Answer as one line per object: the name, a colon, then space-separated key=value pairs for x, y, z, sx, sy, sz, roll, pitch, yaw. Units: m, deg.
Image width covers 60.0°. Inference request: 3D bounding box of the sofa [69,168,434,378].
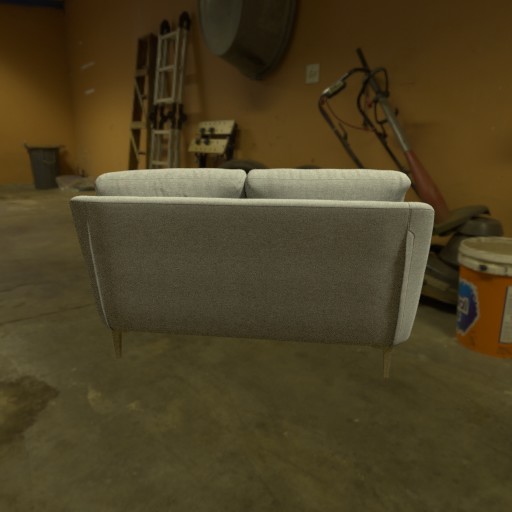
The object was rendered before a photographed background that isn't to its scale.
sofa: x=0.000 y=0.000 z=2.233 sx=1.619 sy=0.904 sz=0.960 roll=2 pitch=15 yaw=8
